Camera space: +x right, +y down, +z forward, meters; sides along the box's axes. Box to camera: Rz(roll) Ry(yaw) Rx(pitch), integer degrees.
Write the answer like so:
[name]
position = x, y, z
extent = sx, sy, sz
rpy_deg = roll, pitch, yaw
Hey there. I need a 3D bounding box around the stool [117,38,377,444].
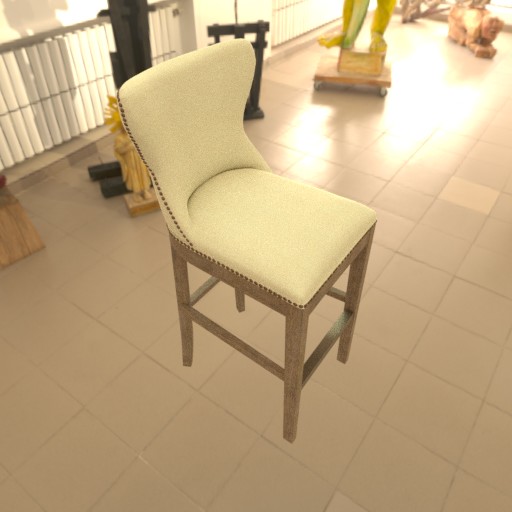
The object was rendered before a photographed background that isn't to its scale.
[stool]
position = 0.000, 0.000, 1.408
extent = 0.606, 1.123, 0.494
rpy_deg = 26, 48, 26
